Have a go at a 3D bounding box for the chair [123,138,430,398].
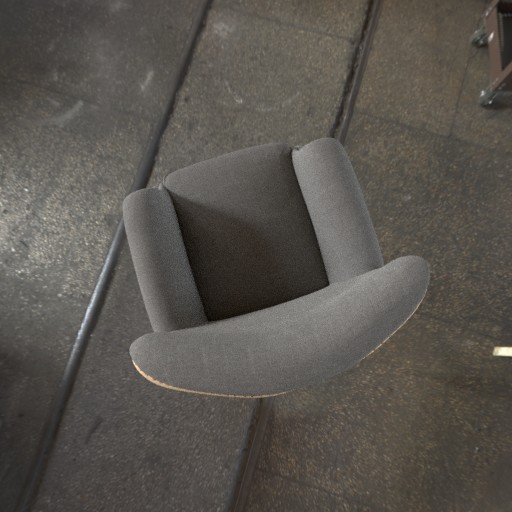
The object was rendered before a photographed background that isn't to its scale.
[{"bbox_3d":[0.000,0.000,1.673,0.861,0.936,0.921,-17,79,-3],"label":"chair"}]
